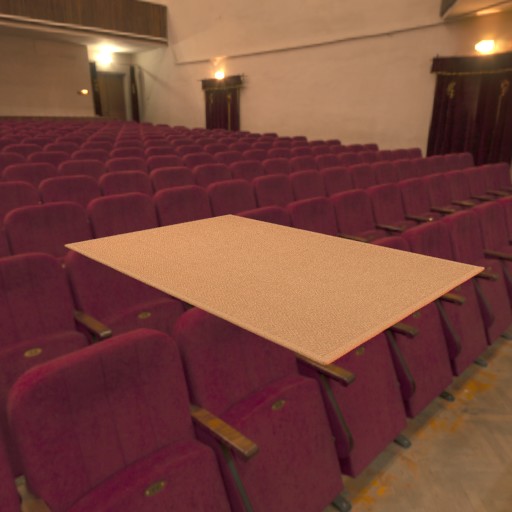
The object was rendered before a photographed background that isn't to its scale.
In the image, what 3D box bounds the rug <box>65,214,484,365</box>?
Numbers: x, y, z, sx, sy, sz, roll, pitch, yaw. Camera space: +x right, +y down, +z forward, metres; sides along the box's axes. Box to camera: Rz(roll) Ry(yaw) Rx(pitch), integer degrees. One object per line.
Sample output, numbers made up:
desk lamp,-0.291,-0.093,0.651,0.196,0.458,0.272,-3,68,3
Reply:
rug,0.000,0.000,2.828,1.532,0.017,2.244,-16,23,-42
